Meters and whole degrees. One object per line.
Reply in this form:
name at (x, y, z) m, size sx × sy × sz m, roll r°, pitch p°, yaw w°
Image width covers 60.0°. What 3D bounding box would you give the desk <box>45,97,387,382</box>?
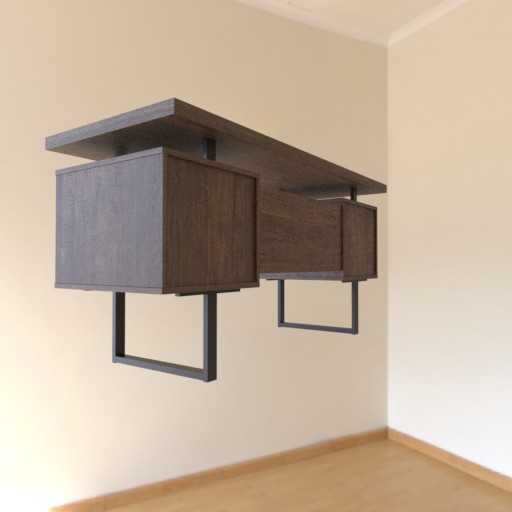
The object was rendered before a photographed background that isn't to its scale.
desk at (0.000, 0.000, 1.885) m, size 0.600 × 0.760 × 1.524 m, roll -1°, pitch -1°, yaw 36°
